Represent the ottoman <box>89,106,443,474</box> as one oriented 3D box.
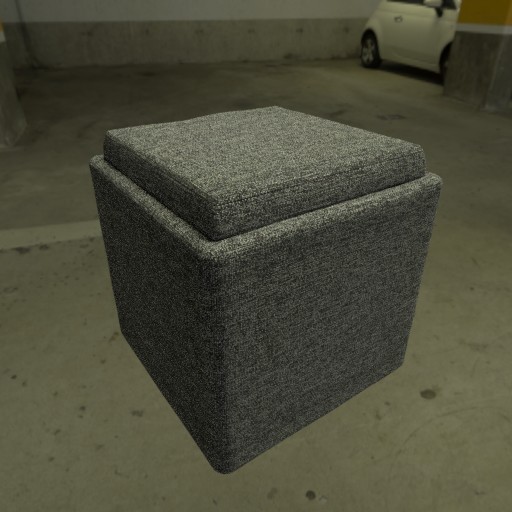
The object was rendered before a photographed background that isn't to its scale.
[{"bbox_3d":[0.000,0.000,0.841,0.450,0.463,0.450,-19,35,-30],"label":"ottoman"}]
